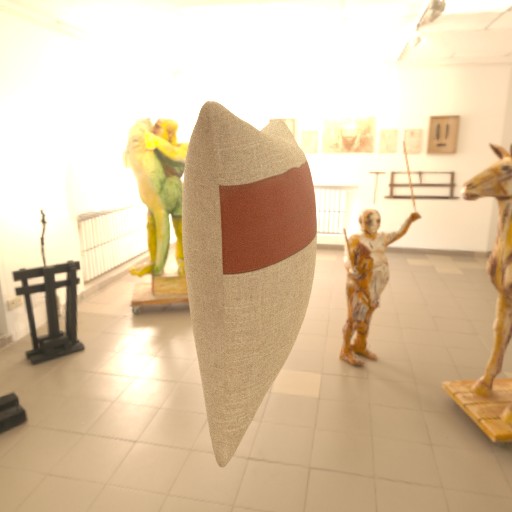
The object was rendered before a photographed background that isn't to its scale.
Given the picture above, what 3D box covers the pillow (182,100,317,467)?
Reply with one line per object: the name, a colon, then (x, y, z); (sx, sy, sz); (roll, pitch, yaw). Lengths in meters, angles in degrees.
pillow: (0.000, 0.000, 0.645); (0.173, 0.399, 0.414); (3, 15, 11)
